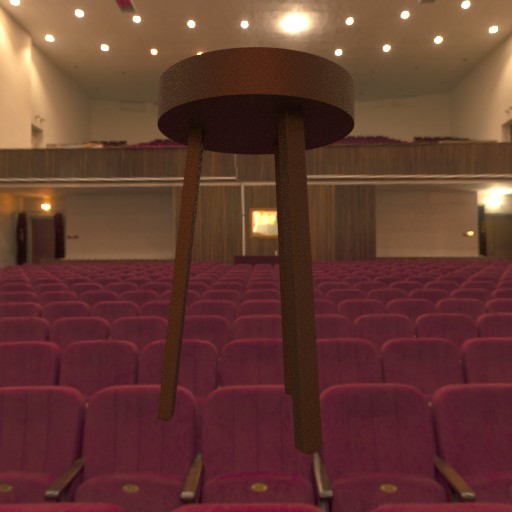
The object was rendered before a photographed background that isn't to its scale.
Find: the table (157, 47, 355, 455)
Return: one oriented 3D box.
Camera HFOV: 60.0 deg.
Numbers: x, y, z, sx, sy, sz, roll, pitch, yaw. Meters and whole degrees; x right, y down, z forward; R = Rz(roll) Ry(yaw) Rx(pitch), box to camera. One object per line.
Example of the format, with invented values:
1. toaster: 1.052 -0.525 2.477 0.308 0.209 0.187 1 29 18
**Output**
1. table: 0.000 0.000 0.932 0.406 0.686 0.406 0 -1 1
